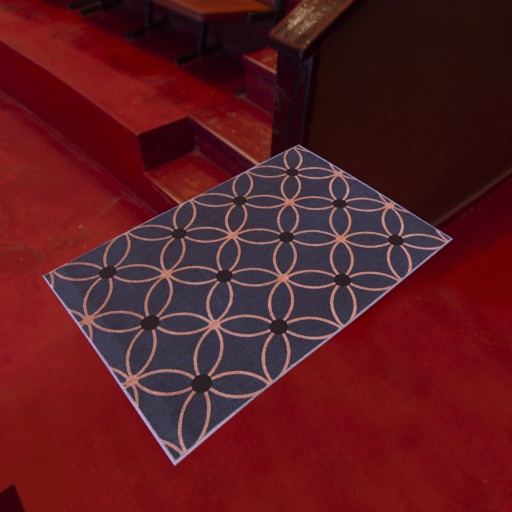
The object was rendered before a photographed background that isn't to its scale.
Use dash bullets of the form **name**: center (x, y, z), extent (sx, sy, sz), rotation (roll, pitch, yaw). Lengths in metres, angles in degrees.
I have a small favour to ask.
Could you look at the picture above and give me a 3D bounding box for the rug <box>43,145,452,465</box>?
- **rug**: center (0.000, 0.000, 2.936), extent (2.284, 0.008, 1.522), rotation (-32, 55, -26)
